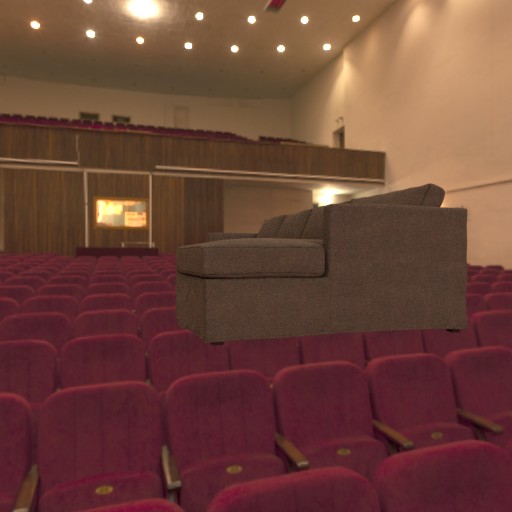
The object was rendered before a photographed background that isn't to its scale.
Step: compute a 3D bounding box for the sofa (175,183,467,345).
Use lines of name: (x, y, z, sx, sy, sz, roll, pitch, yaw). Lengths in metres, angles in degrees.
sofa: (0.000, 0.000, 3.879, 1.650, 0.922, 3.205, 0, 0, -18)
